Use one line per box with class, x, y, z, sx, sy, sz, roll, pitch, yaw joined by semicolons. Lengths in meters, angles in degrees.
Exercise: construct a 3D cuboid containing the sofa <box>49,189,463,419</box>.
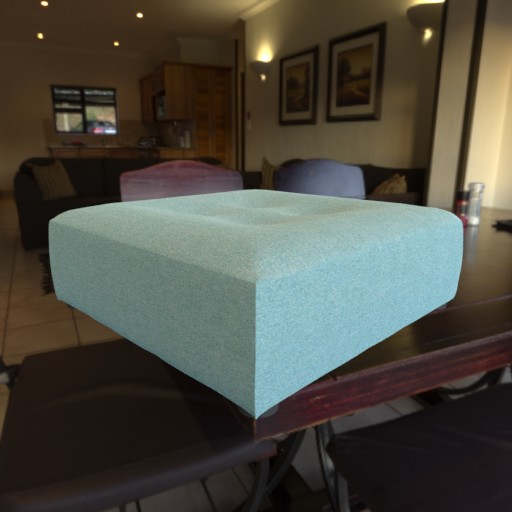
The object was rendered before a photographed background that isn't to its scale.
sofa;0.000;0.000;1.410;0.930;0.330;0.930;-14;20;-43
